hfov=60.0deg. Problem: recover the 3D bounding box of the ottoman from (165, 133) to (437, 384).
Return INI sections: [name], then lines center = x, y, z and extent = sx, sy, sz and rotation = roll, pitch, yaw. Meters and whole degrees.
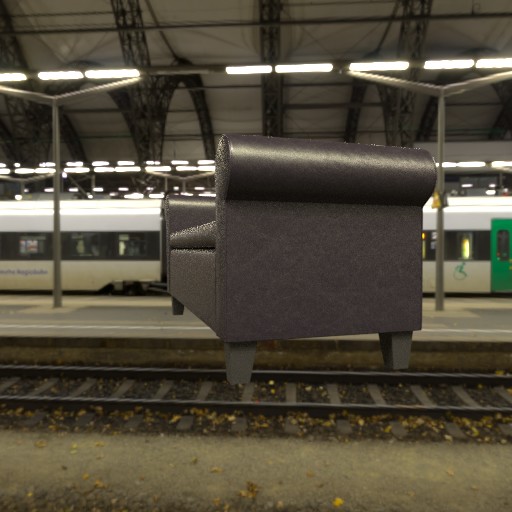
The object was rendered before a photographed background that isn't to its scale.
[ottoman]
center = 0.000, 0.000, 1.567
extent = 0.521, 0.547, 1.256
rotation = 0, 1, -17
